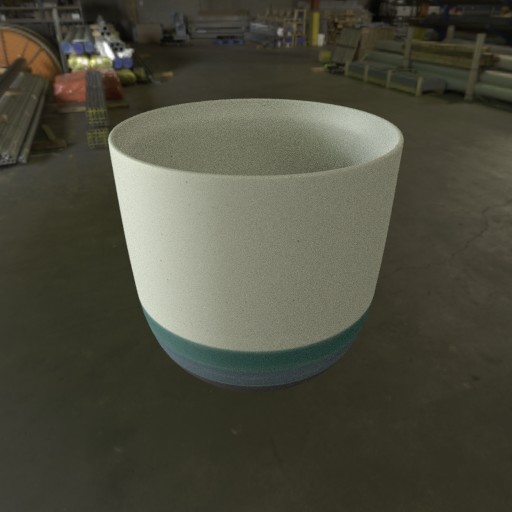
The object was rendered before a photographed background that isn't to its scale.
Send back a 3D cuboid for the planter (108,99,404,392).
[{"bbox_3d":[0.000,0.000,0.371,0.204,0.214,0.204,0,30,0],"label":"planter"}]
